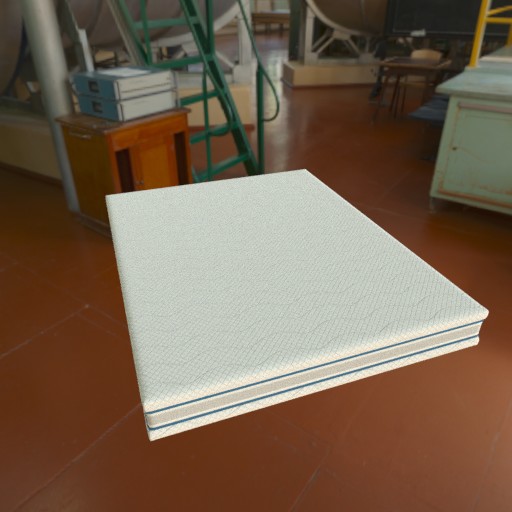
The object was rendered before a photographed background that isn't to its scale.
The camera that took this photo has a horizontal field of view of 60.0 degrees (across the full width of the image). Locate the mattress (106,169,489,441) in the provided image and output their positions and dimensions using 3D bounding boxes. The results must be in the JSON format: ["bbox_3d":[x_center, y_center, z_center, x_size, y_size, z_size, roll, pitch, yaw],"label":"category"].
[{"bbox_3d":[0.000,0.000,2.694,1.600,0.230,2.000,-11,33,-17],"label":"mattress"}]
